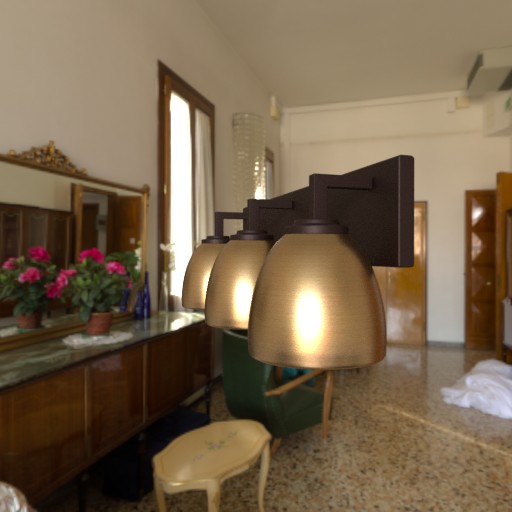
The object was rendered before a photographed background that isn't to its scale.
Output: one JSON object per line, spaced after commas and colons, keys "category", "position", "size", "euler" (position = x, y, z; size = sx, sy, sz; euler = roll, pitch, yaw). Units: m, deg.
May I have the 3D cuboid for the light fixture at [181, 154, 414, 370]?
{"category": "light fixture", "position": [0.000, 0.000, 0.678], "size": [0.157, 0.204, 0.582], "euler": [0, 0, -18]}
